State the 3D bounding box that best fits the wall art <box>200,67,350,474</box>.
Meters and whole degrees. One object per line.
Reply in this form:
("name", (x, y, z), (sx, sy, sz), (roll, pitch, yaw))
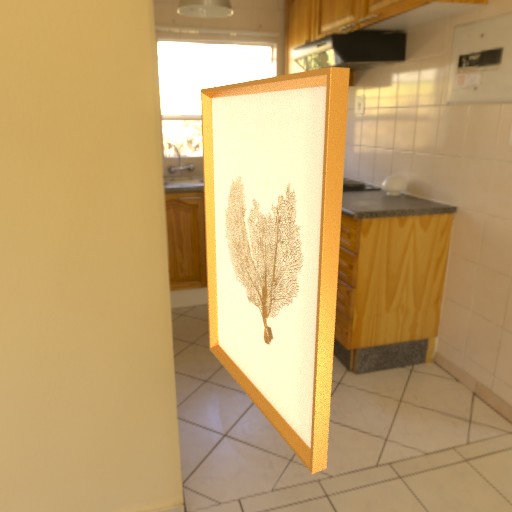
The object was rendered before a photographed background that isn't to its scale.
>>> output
("wall art", (0.000, 0.000, 1.103), (0.038, 0.812, 0.610), (-9, 19, -26))
